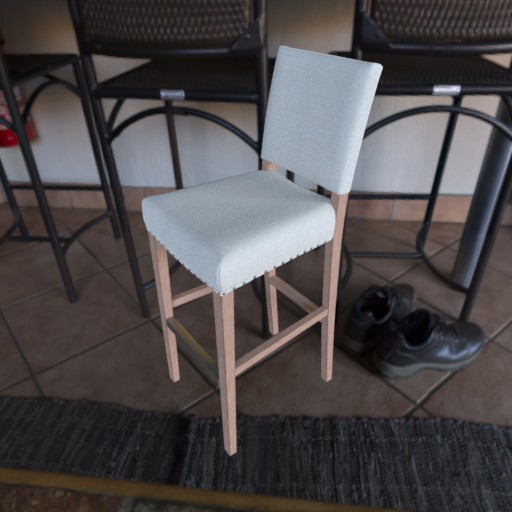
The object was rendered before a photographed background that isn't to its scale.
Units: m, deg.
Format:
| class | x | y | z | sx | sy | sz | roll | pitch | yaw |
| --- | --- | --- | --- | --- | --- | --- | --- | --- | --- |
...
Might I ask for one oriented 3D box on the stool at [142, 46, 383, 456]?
| class | x | y | z | sx | sy | sz | roll | pitch | yaw |
| --- | --- | --- | --- | --- | --- | --- | --- | --- | --- |
| stool | 0.000 | 0.000 | 1.411 | 0.546 | 1.143 | 0.428 | -22 | 39 | -30 |
